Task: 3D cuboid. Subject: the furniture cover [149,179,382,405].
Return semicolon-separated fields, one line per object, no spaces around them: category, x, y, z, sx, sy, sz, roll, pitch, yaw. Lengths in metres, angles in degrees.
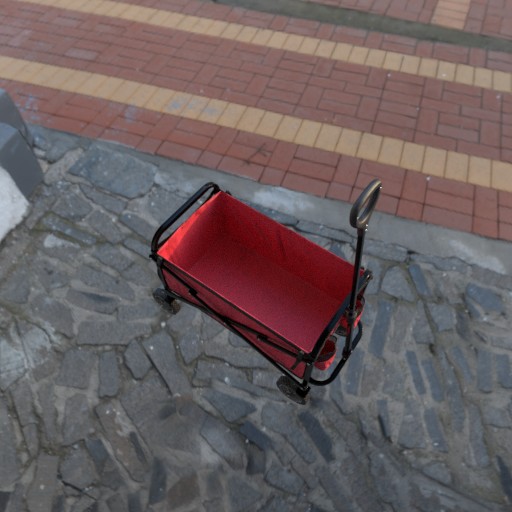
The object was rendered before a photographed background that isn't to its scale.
furniture cover;0.000;0.000;1.852;1.038;1.295;0.532;31;62;19
